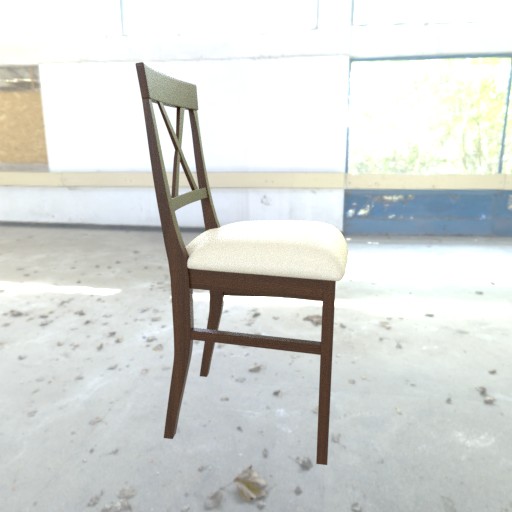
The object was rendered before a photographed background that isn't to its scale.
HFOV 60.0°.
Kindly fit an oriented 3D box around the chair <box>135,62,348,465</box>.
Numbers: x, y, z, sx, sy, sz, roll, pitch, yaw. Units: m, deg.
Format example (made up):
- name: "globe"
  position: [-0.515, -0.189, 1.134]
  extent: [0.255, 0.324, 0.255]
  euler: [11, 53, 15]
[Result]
- name: "chair"
  position: [0.000, 0.000, 1.185]
  extent: [0.480, 0.913, 0.440]
  euler: [2, 14, 9]
